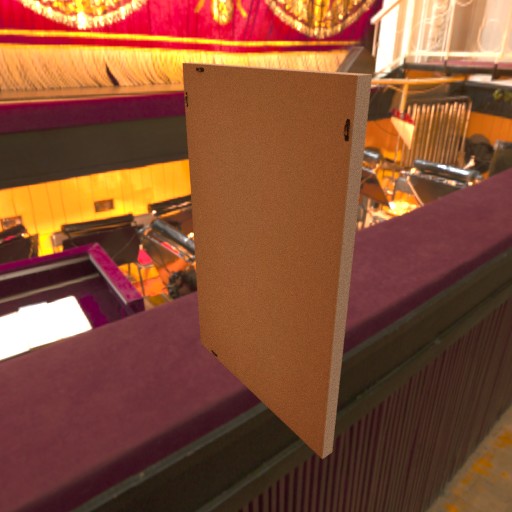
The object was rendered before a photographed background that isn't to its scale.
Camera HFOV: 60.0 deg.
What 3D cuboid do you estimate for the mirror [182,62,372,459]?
[{"bbox_3d":[0.000,0.000,1.167,0.041,0.915,0.609,-18,31,-33],"label":"mirror"}]
